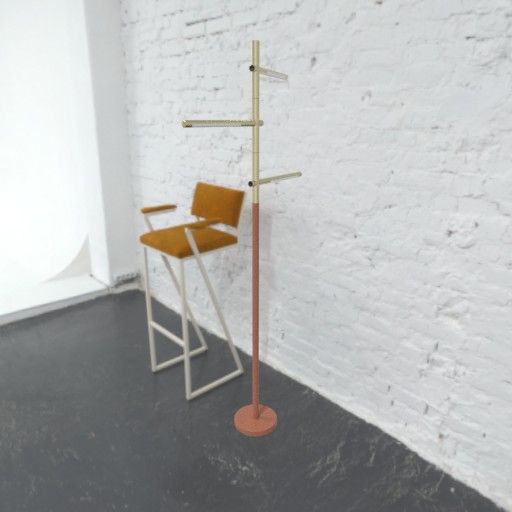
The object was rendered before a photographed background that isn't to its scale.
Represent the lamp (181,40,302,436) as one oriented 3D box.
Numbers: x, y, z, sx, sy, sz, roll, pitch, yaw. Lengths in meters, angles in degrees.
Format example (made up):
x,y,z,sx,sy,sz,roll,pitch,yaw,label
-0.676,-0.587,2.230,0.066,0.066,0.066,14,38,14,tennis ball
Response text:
x,y,z,sx,sy,sz,roll,pitch,yaw,label
0.000,0.000,1.929,0.209,1.704,0.737,8,19,26,lamp
